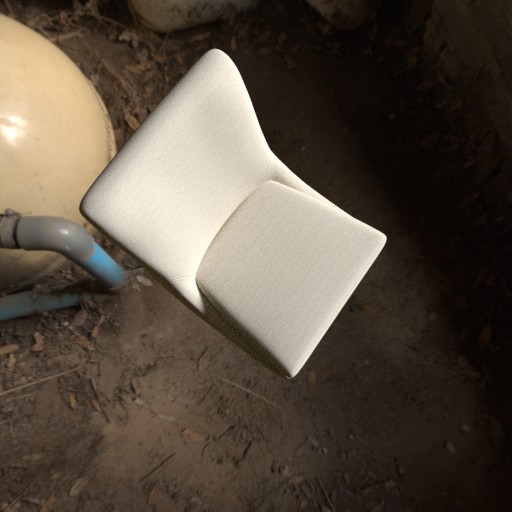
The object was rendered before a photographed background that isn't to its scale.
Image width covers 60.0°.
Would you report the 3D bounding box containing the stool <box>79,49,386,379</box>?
[{"bbox_3d":[0.000,0.000,1.302,0.559,0.991,0.483,35,80,7],"label":"stool"}]
